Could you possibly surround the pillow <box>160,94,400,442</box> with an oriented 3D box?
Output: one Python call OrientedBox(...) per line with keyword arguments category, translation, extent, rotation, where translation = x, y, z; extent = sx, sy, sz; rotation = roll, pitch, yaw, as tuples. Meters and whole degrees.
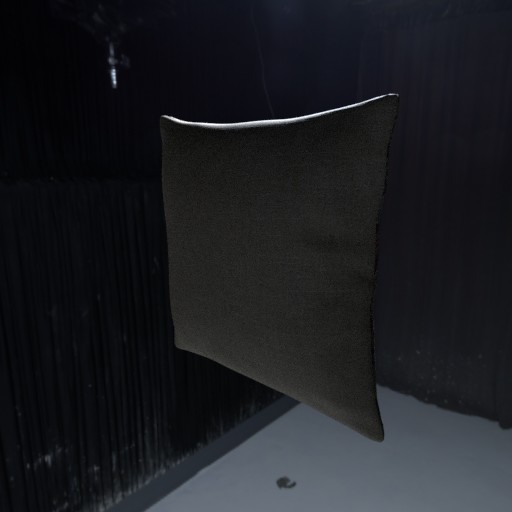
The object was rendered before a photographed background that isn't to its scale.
OrientedBox(category="pillow", translation=(0.000, 0.000, 0.790), extent=(0.523, 0.506, 0.166), rotation=(12, 17, 42))
